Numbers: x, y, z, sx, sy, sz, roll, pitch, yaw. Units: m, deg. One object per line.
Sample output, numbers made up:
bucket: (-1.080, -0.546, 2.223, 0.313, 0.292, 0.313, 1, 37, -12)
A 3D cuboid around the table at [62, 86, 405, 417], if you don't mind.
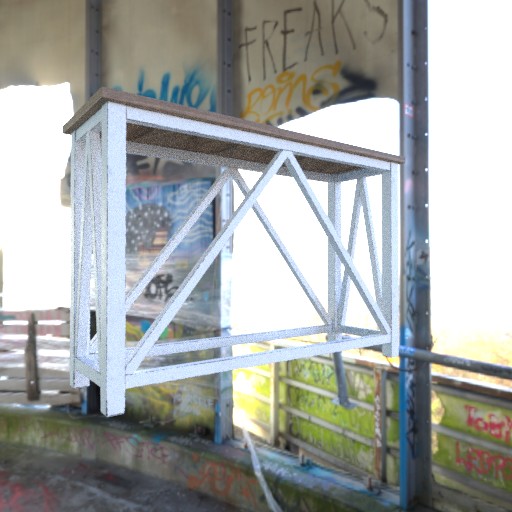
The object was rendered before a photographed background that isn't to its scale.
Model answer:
table: (0.000, 0.000, 1.824, 1.400, 0.930, 0.450, 1, -1, -36)
